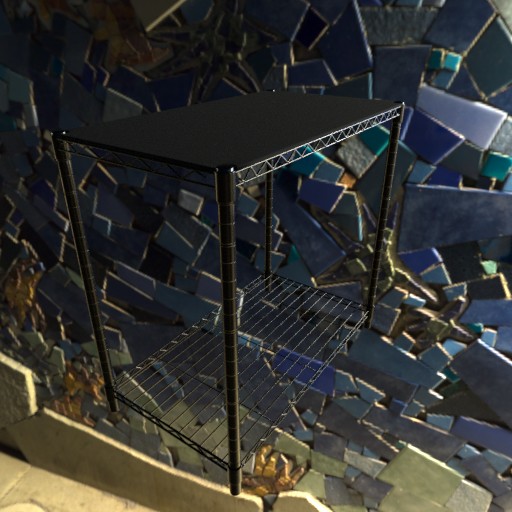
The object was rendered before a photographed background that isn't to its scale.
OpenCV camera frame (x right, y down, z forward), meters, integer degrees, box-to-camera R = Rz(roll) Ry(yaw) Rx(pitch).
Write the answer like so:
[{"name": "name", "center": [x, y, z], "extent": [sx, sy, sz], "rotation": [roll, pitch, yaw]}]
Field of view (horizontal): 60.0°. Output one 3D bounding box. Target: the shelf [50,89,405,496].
[{"name": "shelf", "center": [0.000, 0.000, 0.908], "extent": [0.338, 0.564, 0.589], "rotation": [18, 33, 31]}]
